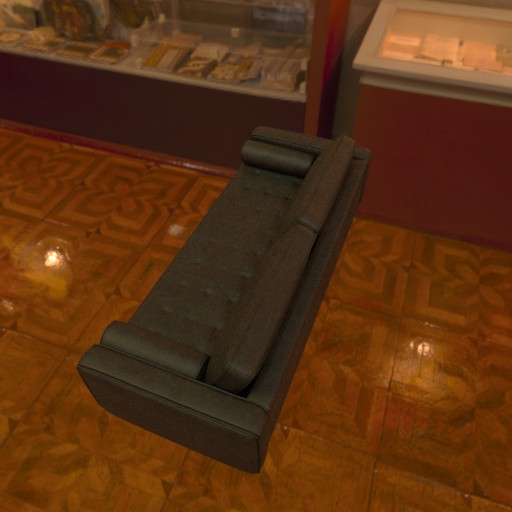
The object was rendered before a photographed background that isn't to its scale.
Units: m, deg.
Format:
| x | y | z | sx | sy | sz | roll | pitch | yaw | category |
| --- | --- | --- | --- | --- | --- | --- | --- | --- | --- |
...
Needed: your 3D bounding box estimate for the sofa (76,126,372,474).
| x | y | z | sx | sy | sz | roll | pitch | yaw | category |
| --- | --- | --- | --- | --- | --- | --- | --- | --- | --- |
| 0.000 | 0.000 | 2.677 | 0.914 | 0.762 | 2.210 | 16 | 49 | 15 | sofa |
